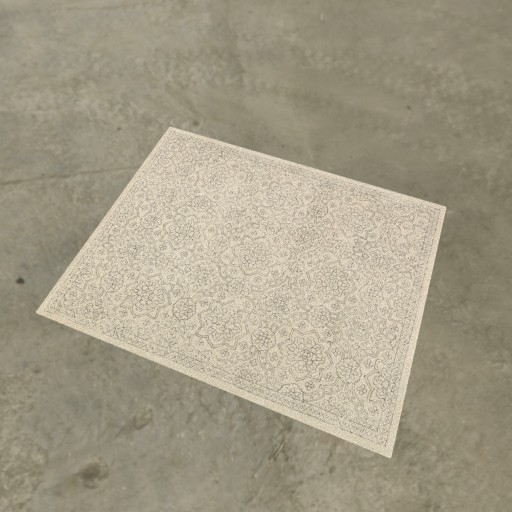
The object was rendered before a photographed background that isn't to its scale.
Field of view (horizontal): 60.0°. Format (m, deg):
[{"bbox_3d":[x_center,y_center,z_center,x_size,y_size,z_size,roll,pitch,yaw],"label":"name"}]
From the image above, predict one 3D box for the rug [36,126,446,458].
[{"bbox_3d":[0.000,0.000,4.056,3.050,0.015,2.441,19,60,11],"label":"rug"}]
